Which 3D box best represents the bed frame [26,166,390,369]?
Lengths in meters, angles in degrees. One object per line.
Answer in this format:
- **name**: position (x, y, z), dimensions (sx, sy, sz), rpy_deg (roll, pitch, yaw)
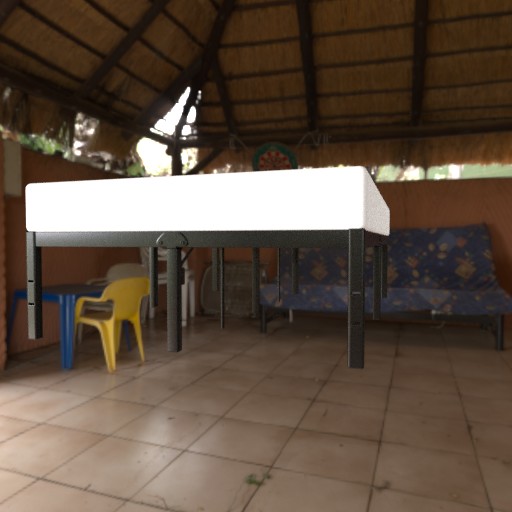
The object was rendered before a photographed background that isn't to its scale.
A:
- **bed frame**: position (0.000, 0.000, 2.566), dimensions (1.408, 0.659, 1.956), rpy_deg (1, 2, 19)
